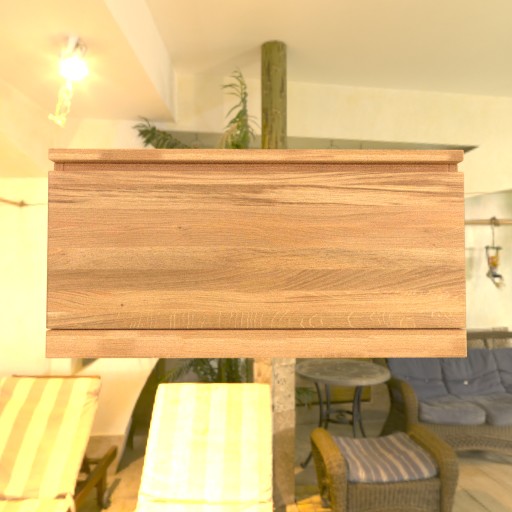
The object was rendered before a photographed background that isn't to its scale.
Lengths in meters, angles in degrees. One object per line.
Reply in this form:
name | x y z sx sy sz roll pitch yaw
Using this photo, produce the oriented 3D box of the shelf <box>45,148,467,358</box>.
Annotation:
shelf | 0.000 0.000 1.046 0.800 0.400 0.400 0 -2 -1
